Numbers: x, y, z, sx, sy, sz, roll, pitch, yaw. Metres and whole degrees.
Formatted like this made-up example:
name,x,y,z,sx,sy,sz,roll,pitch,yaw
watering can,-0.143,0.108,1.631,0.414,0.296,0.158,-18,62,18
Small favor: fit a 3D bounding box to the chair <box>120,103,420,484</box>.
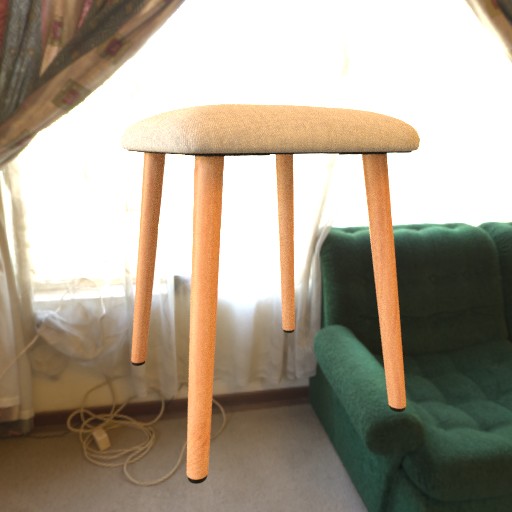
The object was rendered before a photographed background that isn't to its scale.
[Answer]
name,x,y,z,sx,sy,sz,roll,pitch,yaw
chair,0.000,0.000,0.692,0.350,0.440,0.350,-7,16,-26
